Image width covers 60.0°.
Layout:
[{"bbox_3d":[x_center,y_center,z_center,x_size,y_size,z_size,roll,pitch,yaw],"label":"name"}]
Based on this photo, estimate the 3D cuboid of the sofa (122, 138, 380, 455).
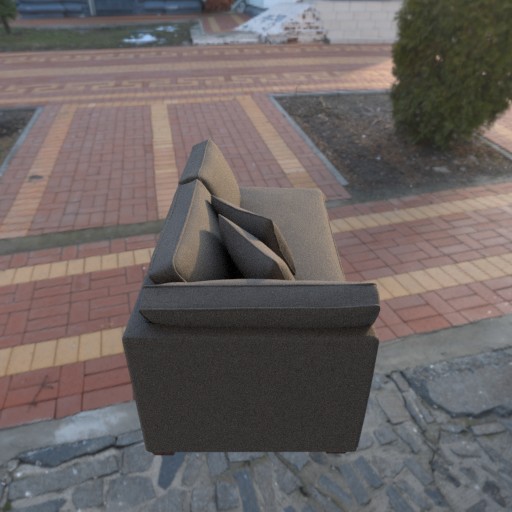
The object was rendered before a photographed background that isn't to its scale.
[{"bbox_3d":[0.000,0.000,2.890,1.110,1.033,2.237,0,32,0],"label":"sofa"}]
